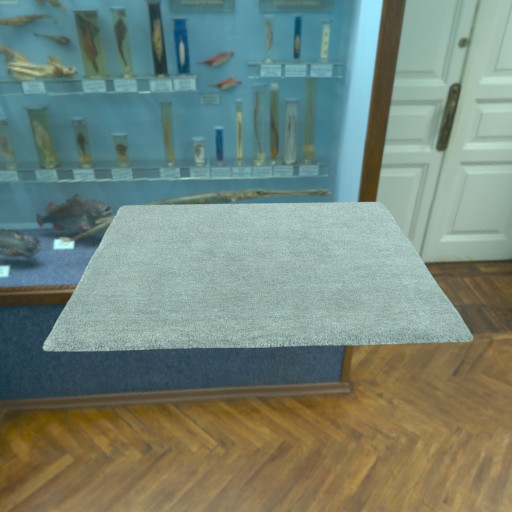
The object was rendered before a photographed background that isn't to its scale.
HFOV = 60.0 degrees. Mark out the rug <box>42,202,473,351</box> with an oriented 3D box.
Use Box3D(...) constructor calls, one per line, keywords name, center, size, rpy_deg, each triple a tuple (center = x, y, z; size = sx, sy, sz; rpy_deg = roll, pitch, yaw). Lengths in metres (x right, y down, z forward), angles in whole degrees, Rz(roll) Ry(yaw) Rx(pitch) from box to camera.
Box3D(name="rug", center=(0.000, 0.000, 3.945), size=(2.933, 0.027, 2.332), rpy_deg=(-1, 31, -2))
